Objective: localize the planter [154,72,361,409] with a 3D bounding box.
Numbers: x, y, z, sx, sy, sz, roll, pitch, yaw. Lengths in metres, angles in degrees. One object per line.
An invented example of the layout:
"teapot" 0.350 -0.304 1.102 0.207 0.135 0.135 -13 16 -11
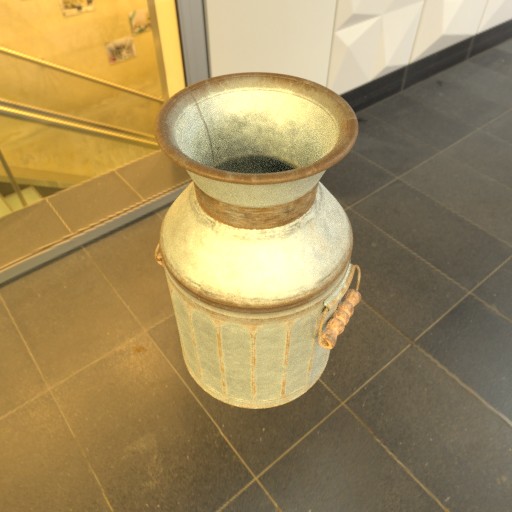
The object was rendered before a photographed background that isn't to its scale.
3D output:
"planter" 0.000 0.000 0.517 0.248 0.358 0.215 24 52 21
